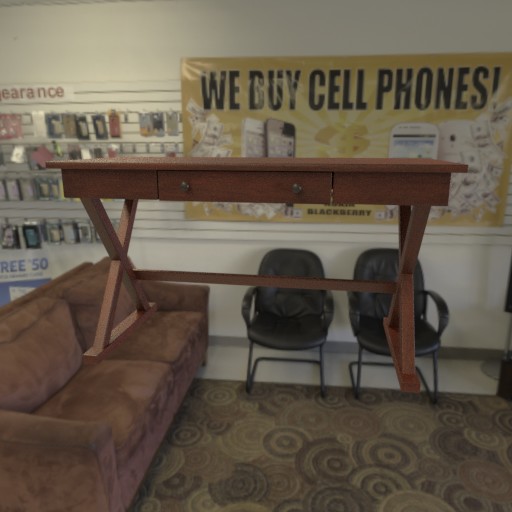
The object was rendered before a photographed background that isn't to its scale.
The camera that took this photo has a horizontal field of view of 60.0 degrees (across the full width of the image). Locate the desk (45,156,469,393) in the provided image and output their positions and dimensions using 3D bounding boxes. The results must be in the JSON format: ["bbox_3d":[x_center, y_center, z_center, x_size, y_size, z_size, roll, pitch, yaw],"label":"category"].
[{"bbox_3d":[0.000,0.000,1.793,1.372,0.761,0.600,2,14,9],"label":"desk"}]
